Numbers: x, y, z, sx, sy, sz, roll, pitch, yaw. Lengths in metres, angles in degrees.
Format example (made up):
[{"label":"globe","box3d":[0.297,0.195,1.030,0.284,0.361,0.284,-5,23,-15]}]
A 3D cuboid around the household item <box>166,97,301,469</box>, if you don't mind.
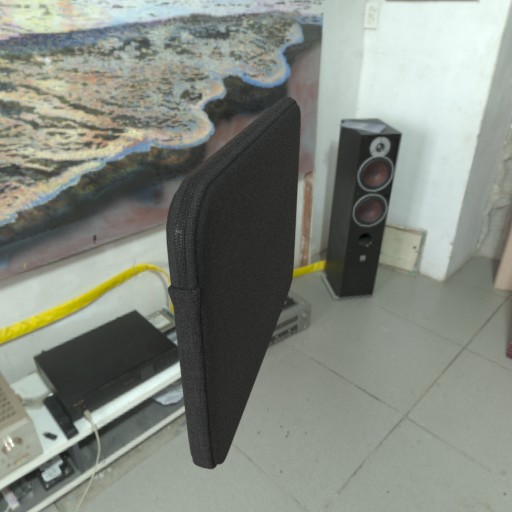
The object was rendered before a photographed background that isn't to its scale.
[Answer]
[{"label":"household item","box3d":[0.000,0.000,0.518,0.030,0.305,0.396,8,31,13]}]
